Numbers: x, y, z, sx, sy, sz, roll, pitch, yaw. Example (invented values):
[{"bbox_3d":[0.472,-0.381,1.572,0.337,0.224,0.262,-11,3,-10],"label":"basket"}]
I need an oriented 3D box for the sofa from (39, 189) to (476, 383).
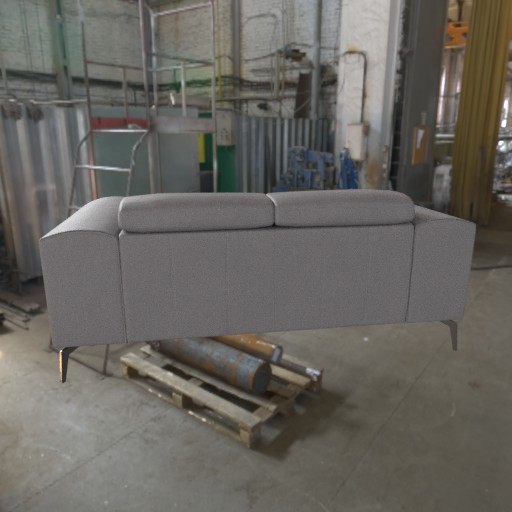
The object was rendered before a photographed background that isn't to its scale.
[{"bbox_3d":[0.000,0.000,2.381,1.895,0.779,1.003,-2,16,-9],"label":"sofa"}]
